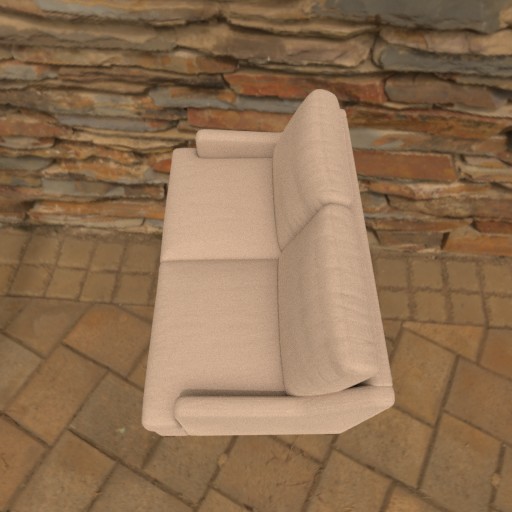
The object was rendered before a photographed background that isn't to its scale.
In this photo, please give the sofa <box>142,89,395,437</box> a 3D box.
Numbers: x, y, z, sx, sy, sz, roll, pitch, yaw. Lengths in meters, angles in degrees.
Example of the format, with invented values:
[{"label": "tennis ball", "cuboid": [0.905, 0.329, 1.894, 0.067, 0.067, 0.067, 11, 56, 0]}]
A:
[{"label": "sofa", "cuboid": [0.000, 0.000, 2.232, 1.004, 0.910, 1.619, -1, 59, 0]}]
